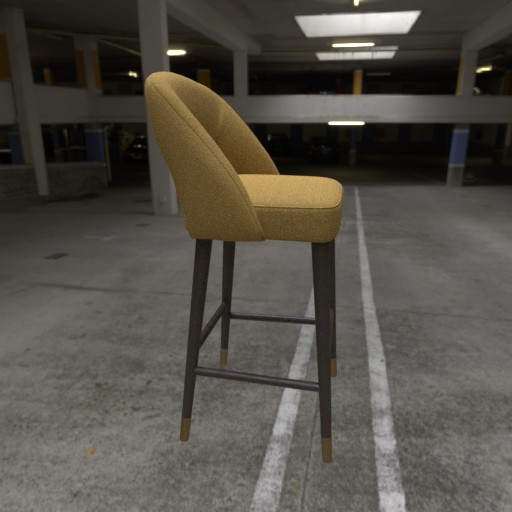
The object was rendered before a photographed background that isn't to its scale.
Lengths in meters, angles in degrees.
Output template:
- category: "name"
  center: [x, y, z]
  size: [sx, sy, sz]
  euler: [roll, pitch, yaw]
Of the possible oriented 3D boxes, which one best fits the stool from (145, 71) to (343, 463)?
- category: "stool"
  center: [0.000, 0.000, 1.335]
  size: [0.522, 1.032, 0.536]
  euler: [3, 18, 11]
